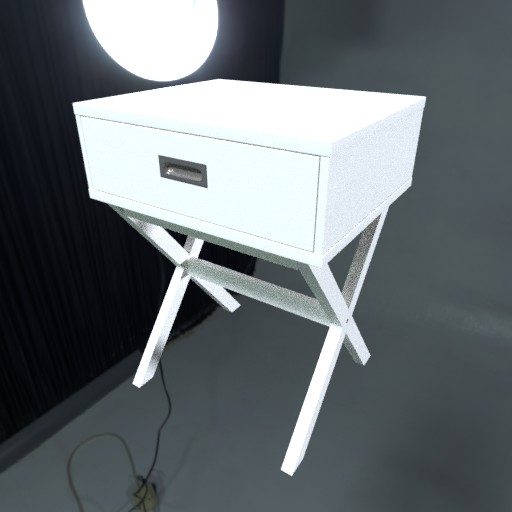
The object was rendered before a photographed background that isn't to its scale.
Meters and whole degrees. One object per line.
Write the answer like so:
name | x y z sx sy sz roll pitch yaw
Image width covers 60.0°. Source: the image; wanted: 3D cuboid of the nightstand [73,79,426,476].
nightstand | 0.000 0.000 0.925 0.479 0.623 0.402 18 33 29
